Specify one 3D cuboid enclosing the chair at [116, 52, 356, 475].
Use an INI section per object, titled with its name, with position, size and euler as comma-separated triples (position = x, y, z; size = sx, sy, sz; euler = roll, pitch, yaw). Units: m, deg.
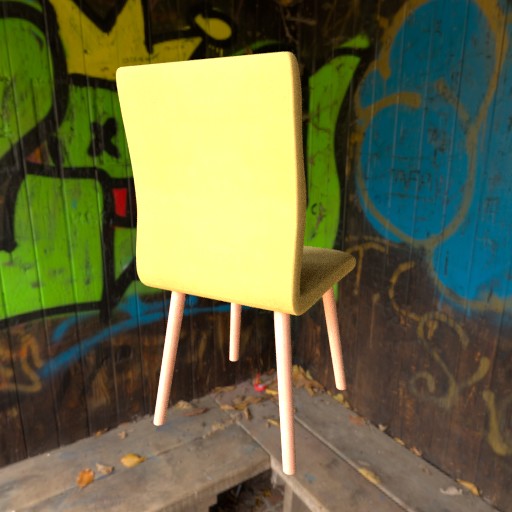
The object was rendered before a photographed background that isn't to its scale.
[chair]
position = 0.000, 0.000, 1.268
size = 0.450, 0.965, 0.550
euler = 8, 17, 27
